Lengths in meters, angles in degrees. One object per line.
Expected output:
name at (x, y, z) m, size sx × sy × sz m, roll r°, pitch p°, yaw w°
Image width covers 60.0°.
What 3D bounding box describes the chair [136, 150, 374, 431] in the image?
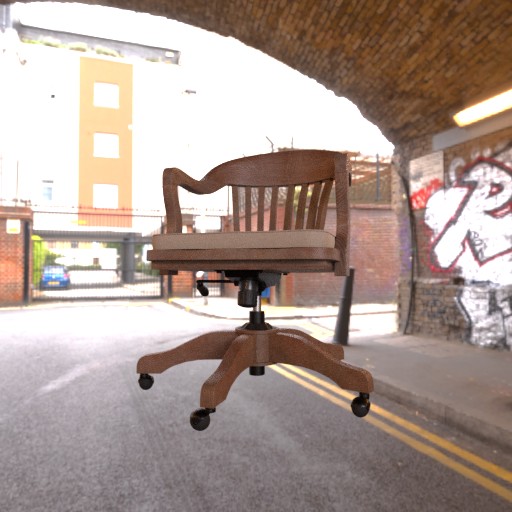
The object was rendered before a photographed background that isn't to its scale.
chair at (0.000, 0.000, 1.444) m, size 0.750 × 0.878 × 0.788 m, roll -1°, pitch -2°, yaw 18°
